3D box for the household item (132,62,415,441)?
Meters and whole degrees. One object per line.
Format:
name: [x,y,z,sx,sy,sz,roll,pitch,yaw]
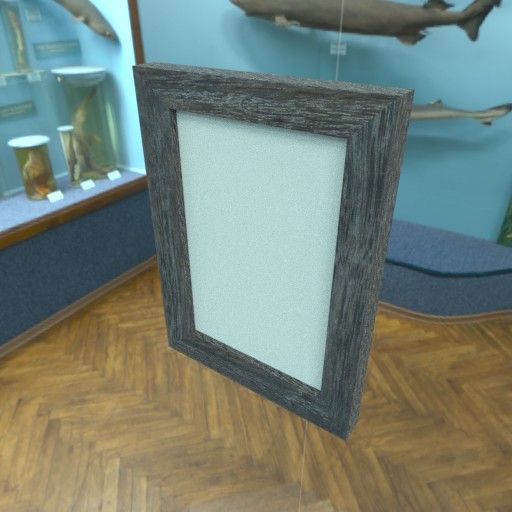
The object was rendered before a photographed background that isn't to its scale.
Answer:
household item: [0.000,0.000,0.236,0.133,0.180,0.020,19,36,29]
